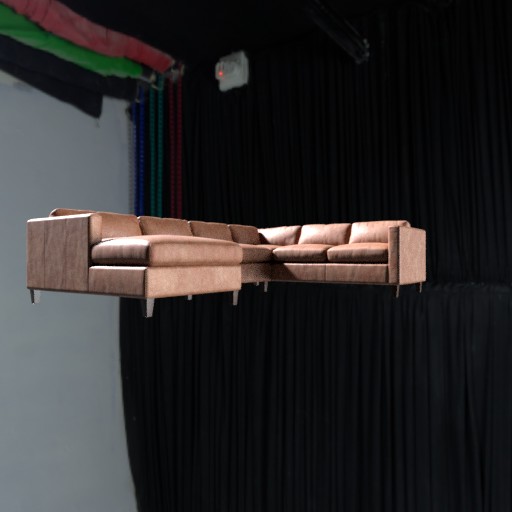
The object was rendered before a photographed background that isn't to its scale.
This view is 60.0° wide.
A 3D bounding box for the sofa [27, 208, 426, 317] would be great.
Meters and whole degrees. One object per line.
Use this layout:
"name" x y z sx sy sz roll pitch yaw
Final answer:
"sofa" 0.000 0.000 4.475 2.430 0.832 3.401 0 0 36
